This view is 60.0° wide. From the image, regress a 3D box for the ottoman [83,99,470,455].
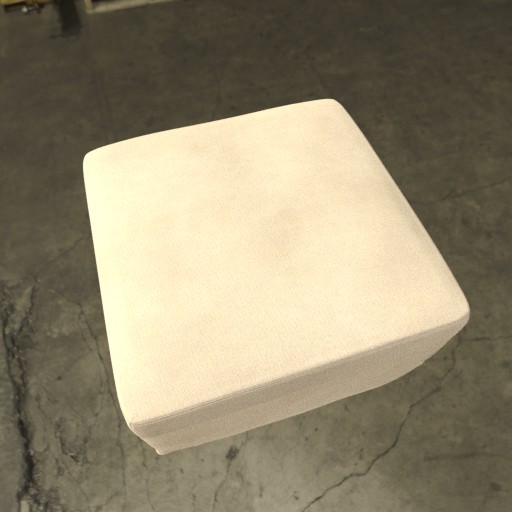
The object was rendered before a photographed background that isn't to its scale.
[{"bbox_3d":[0.000,0.000,1.304,0.842,0.441,0.843,-15,59,-9],"label":"ottoman"}]
